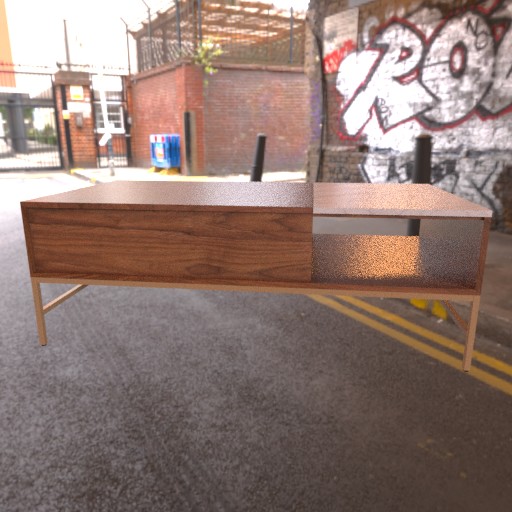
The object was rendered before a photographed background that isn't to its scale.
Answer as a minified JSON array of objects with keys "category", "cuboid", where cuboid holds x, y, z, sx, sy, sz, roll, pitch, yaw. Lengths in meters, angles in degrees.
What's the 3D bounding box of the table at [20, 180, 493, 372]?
[{"category":"table","cuboid":[0.000,0.000,1.895,1.553,0.551,0.789,2,15,7]}]
